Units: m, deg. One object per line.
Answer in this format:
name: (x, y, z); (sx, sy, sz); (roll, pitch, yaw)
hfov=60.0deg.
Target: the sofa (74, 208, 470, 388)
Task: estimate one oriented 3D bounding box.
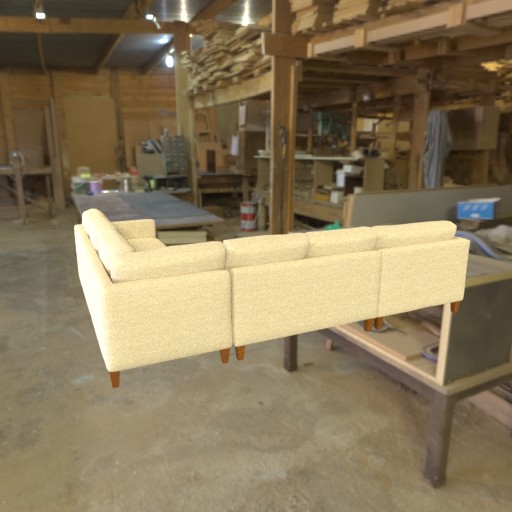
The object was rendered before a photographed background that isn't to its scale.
sofa: (0.000, 0.000, 4.765); (3.460, 0.961, 2.594); (-7, 16, -24)
